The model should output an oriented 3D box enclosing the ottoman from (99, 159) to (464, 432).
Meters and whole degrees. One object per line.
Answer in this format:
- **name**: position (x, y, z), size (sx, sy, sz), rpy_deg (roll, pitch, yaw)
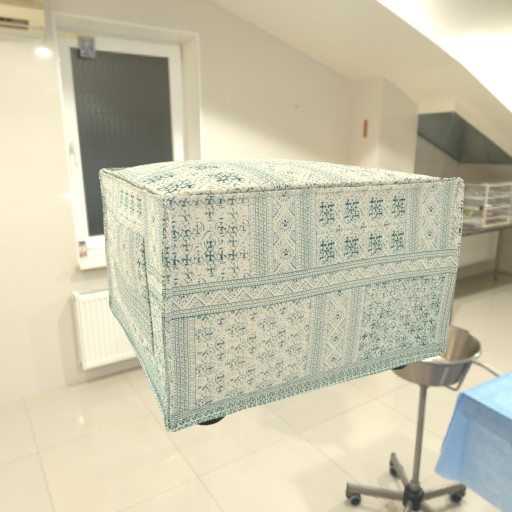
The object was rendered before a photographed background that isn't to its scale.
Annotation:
- **ottoman**: position (0.000, 0.000, 1.037), size (0.626, 0.439, 0.617), rpy_deg (-7, 16, -25)
